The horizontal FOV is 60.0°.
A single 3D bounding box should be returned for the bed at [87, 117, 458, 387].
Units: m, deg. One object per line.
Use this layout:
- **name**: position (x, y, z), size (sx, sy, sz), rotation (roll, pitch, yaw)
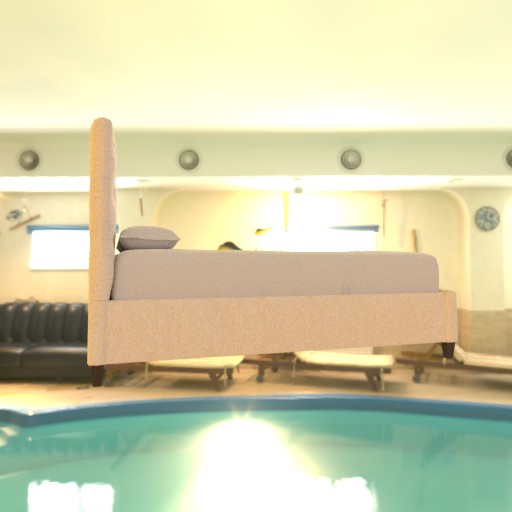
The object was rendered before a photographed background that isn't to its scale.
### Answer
- **bed**: position (0.000, 0.000, 3.475), size (2.387, 1.427, 1.698), rotation (0, -1, -18)
